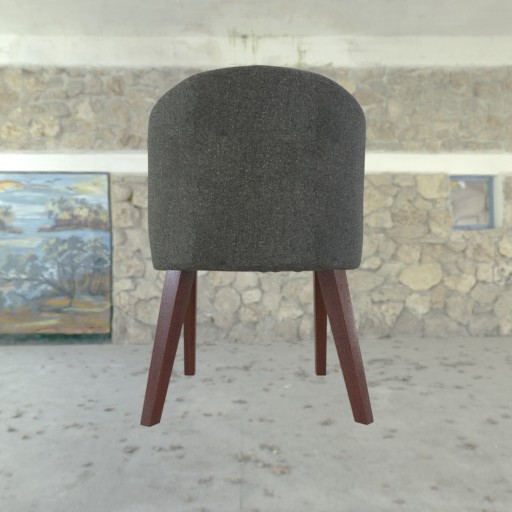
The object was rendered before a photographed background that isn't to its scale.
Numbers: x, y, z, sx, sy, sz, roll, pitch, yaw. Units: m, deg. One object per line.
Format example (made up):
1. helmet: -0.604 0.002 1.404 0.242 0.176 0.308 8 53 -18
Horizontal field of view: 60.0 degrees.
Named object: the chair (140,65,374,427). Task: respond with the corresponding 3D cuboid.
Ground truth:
1. chair: 0.000 0.000 1.250 0.583 0.811 0.655 0 -1 -1
